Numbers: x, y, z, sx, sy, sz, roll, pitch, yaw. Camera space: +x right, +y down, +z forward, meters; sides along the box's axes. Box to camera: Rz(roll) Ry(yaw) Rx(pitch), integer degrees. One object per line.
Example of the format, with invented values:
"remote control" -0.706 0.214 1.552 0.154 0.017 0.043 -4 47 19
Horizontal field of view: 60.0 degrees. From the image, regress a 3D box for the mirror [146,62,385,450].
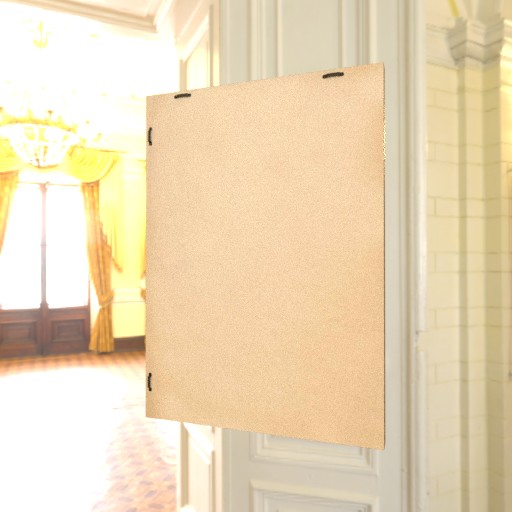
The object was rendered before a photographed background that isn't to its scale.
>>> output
"mirror" 0.000 0.000 0.909 0.508 0.711 0.039 0 0 19
